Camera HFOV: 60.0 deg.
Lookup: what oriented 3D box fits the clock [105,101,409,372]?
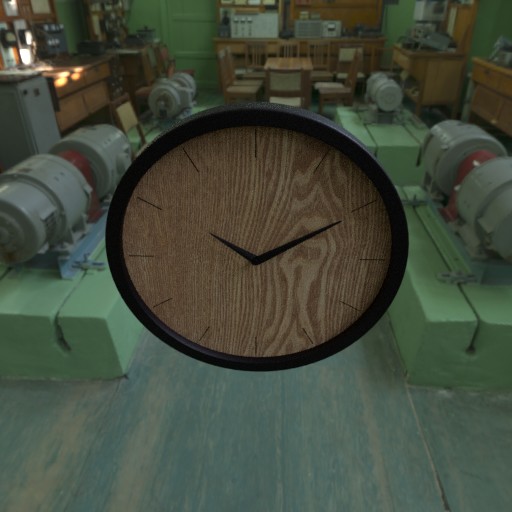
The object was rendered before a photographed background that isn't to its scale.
[{"bbox_3d":[0.000,0.000,0.475,0.314,0.314,0.029,1,31,2],"label":"clock"}]
